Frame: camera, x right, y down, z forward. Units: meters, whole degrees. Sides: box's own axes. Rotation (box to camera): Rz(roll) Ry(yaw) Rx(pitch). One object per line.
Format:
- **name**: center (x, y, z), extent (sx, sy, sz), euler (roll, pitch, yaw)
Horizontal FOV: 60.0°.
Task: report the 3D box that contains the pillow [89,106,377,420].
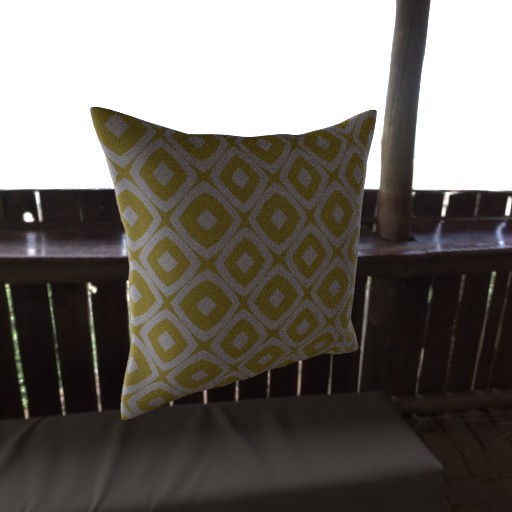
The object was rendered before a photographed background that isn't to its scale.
- **pillow**: center (0.000, 0.000, 0.775), extent (0.504, 0.494, 0.188), euler (-9, 19, -27)
